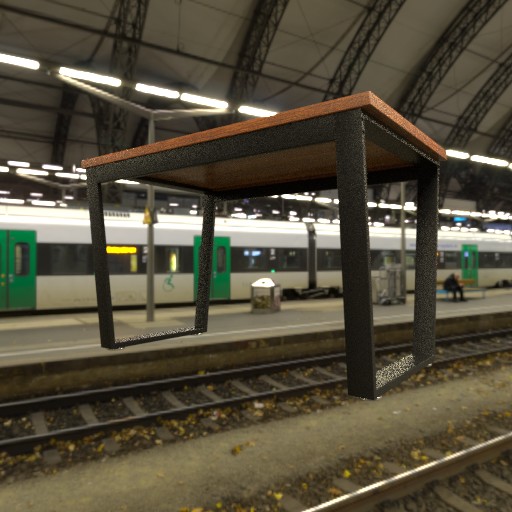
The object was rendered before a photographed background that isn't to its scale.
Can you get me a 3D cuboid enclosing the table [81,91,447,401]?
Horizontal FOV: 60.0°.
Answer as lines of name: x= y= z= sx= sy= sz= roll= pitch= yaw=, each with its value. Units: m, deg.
table: x=0.000 y=0.000 z=1.684 sx=1.205 sy=0.760 sz=0.714 roll=-1 pitch=-1 yaw=37
